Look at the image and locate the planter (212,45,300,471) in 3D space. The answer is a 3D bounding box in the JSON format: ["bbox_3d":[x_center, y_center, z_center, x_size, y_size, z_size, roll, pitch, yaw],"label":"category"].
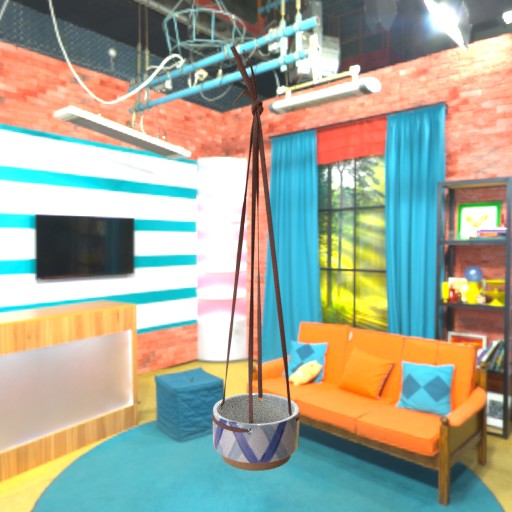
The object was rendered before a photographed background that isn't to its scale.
[{"bbox_3d":[0.000,0.000,0.833,0.166,0.751,0.166,0,2,1],"label":"planter"}]
